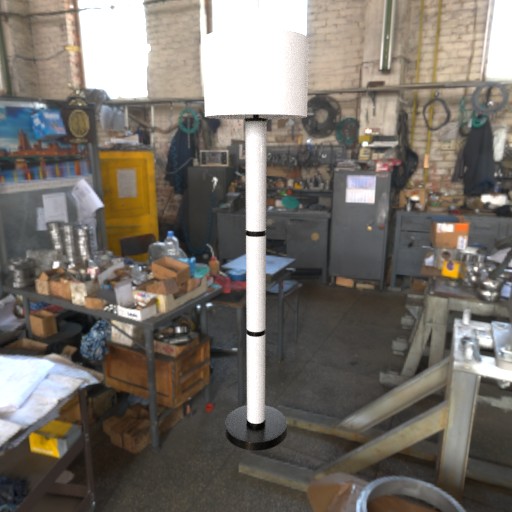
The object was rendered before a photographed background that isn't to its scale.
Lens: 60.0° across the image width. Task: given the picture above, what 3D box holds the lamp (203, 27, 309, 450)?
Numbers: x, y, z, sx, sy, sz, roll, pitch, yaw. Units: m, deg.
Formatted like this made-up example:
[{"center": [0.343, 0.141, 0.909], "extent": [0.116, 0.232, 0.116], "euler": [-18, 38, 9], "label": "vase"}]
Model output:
[{"center": [0.000, 0.000, 1.778], "extent": [0.377, 1.599, 0.377], "euler": [-2, 15, -7], "label": "lamp"}]
